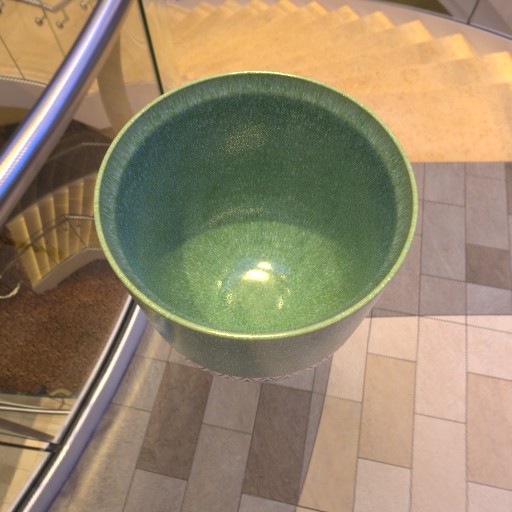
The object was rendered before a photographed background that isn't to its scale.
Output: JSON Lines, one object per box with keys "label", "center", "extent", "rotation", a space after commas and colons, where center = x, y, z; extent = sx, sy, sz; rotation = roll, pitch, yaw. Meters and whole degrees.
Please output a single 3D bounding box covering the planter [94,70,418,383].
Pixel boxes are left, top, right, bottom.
{"label": "planter", "center": [0.000, 0.000, 0.486], "extent": [0.266, 0.270, 0.266], "rotation": [0, 63, 0]}
